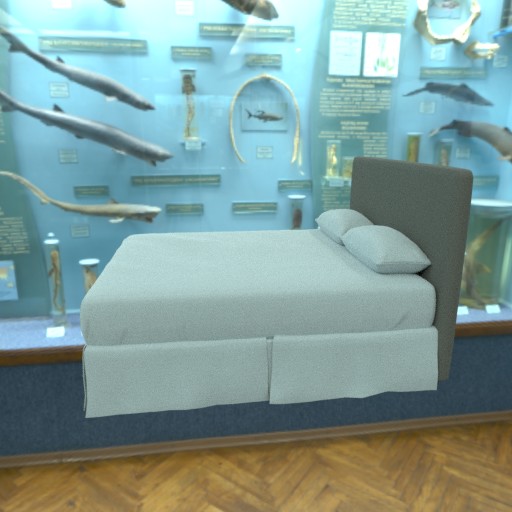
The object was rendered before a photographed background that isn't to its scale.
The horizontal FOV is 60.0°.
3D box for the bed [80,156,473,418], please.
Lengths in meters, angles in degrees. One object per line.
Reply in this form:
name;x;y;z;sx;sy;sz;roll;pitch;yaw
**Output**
bed;0.000;0.000;3.167;2.142;1.330;1.748;-2;15;-7
